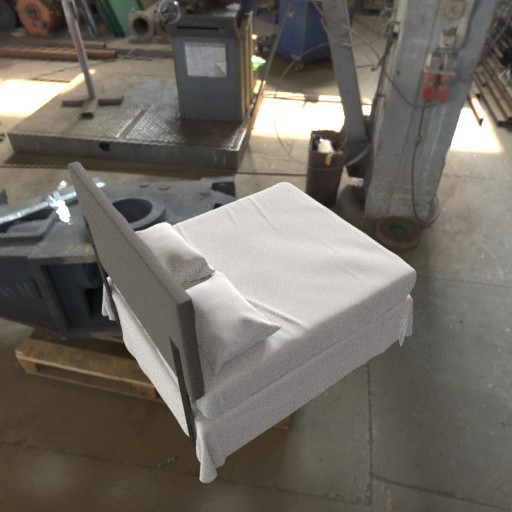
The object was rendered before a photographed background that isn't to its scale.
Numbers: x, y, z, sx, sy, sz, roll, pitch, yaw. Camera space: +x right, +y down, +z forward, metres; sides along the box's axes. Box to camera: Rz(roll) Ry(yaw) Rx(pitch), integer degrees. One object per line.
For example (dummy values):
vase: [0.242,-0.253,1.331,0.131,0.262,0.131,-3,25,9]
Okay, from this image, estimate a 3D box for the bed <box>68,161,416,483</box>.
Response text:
bed: [0.000,0.000,3.504,2.222,1.577,1.936,-25,47,-26]
